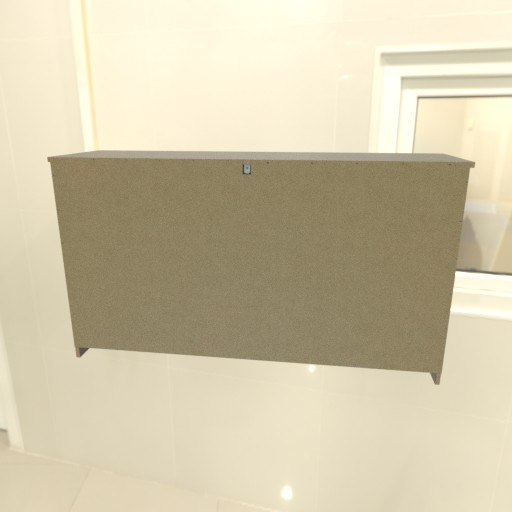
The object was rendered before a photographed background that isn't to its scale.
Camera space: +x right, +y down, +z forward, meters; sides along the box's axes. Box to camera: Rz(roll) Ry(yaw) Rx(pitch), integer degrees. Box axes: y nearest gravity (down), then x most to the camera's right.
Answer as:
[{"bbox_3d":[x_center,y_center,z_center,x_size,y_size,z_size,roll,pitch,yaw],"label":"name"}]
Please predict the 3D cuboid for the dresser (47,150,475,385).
[{"bbox_3d":[0.000,0.000,1.693,1.360,0.755,0.401,2,17,8],"label":"dresser"}]
